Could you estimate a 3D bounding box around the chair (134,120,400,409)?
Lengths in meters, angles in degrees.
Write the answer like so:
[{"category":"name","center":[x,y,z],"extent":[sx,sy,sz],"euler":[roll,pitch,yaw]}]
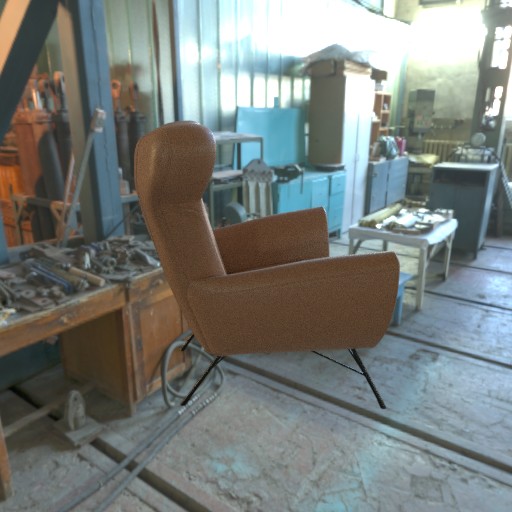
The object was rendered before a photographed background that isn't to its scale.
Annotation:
[{"category":"chair","center":[0.000,0.000,1.807],"extent":[0.900,1.050,0.980],"euler":[-3,18,-9]}]
